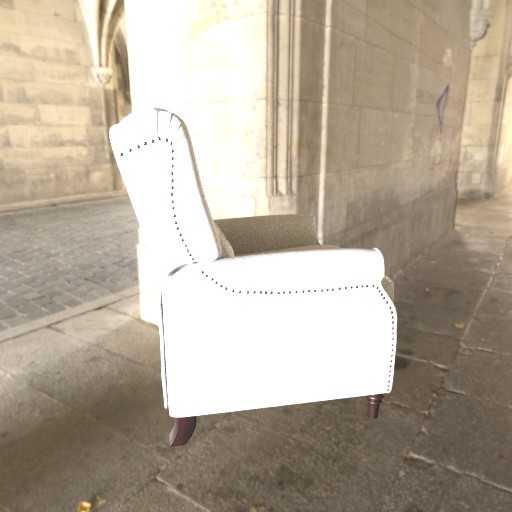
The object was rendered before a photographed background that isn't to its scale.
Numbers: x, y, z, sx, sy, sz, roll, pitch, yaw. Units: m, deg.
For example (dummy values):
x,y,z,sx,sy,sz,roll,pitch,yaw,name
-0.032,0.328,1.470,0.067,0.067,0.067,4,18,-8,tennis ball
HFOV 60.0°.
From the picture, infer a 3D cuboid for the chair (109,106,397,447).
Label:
x,y,z,sx,sy,sz,roll,pitch,yaw,name
0.000,0.000,1.629,0.902,1.035,0.742,-3,16,-11,chair
